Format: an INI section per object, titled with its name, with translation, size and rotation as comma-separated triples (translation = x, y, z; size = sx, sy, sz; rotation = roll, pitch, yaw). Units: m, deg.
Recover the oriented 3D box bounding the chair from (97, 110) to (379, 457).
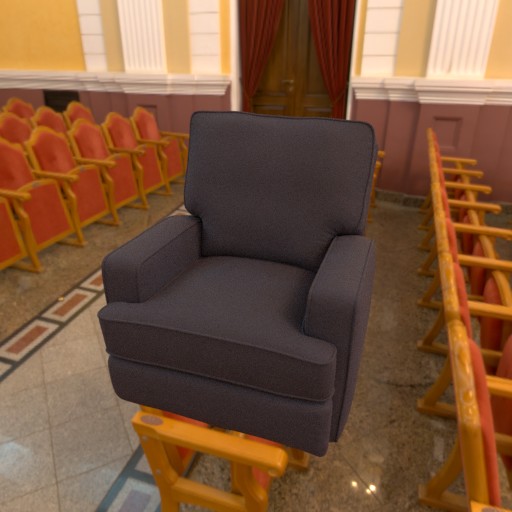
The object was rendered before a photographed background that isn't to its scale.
[chair]
translation = 0.000, 0.000, 1.666
size = 0.861, 0.962, 0.964
rotation = 8, 27, 17
